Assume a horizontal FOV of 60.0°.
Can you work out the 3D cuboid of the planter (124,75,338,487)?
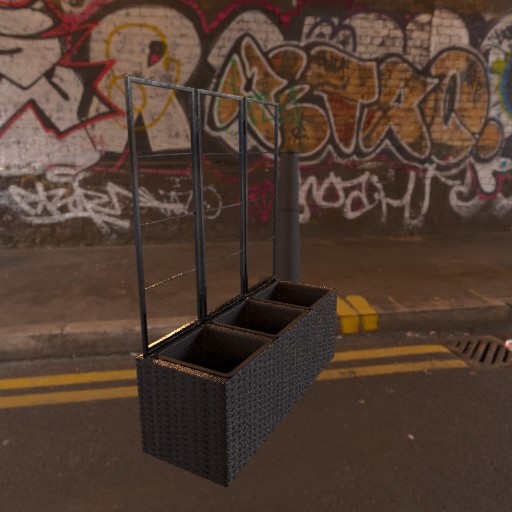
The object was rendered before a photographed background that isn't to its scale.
[{"bbox_3d":[0.000,0.000,1.195,0.244,0.841,0.698,8,16,28],"label":"planter"}]
